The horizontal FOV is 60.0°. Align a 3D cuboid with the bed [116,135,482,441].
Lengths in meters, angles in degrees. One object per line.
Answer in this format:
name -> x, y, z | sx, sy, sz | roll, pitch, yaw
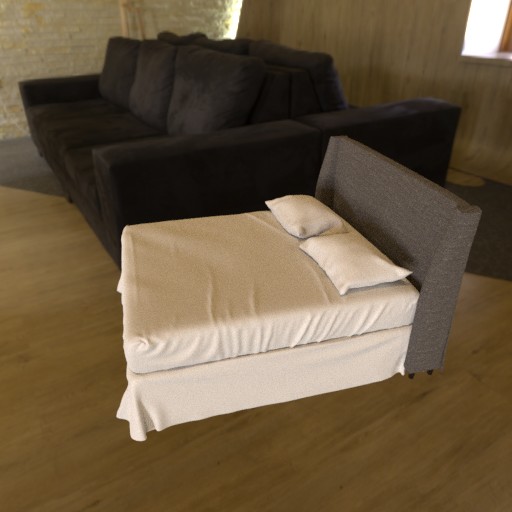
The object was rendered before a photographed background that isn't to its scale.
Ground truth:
bed -> 0.000, 0.000, 3.451 | 2.276, 1.332, 1.925 | -7, 30, -13
